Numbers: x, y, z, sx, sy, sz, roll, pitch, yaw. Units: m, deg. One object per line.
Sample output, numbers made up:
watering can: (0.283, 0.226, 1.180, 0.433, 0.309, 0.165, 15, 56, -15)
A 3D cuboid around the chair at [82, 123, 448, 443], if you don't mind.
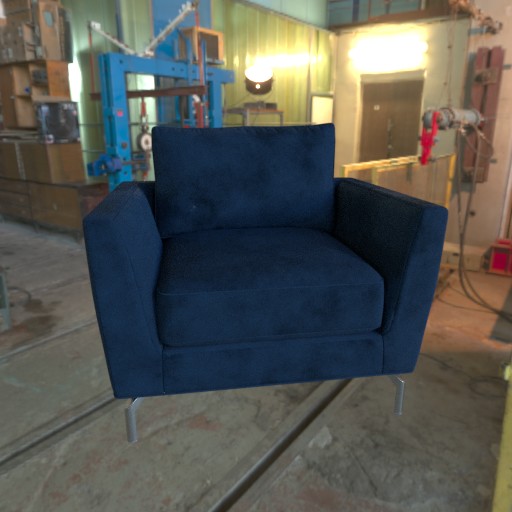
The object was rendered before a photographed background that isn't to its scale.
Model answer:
chair: (0.000, 0.000, 1.549, 0.977, 0.893, 0.746, -3, 17, -9)
